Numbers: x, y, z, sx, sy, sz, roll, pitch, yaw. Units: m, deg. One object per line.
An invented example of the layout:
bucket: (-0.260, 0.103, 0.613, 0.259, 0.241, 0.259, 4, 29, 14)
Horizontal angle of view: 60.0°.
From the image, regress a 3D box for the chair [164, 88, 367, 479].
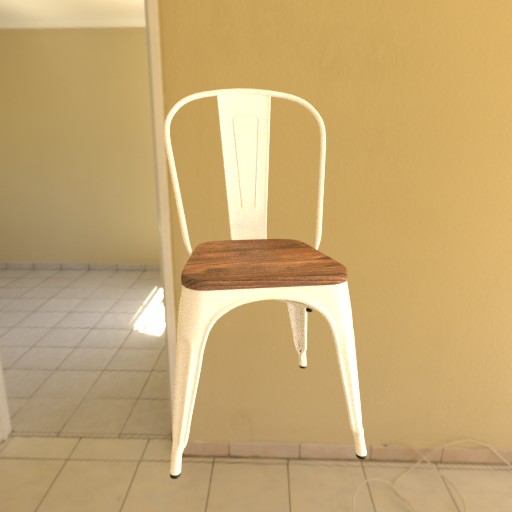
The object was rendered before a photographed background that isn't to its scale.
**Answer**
chair: (0.000, 0.000, 1.131, 0.452, 0.851, 0.521, -2, 15, -8)
